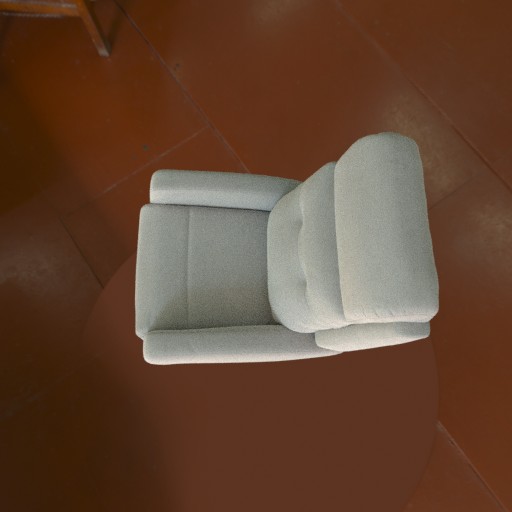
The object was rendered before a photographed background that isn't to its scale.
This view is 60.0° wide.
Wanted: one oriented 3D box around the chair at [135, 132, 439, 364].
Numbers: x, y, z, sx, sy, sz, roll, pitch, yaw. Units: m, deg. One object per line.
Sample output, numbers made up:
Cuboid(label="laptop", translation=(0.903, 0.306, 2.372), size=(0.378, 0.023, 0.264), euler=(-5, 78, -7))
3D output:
Cuboid(label="chair", translation=(0.000, 0.000, 1.735), size=(1.043, 1.013, 0.798), euler=(-1, 75, 0))
